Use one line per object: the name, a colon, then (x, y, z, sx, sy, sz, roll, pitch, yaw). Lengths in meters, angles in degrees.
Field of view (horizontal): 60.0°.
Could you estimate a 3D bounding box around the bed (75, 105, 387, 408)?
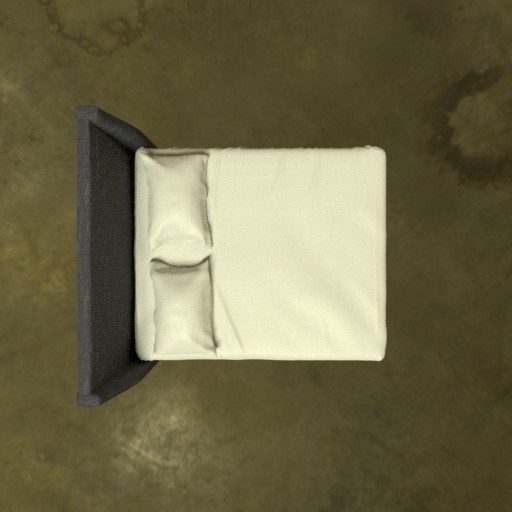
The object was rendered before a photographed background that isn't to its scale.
bed: (0.000, 0.000, 3.419, 2.276, 1.332, 1.925, 0, 91, 1)
